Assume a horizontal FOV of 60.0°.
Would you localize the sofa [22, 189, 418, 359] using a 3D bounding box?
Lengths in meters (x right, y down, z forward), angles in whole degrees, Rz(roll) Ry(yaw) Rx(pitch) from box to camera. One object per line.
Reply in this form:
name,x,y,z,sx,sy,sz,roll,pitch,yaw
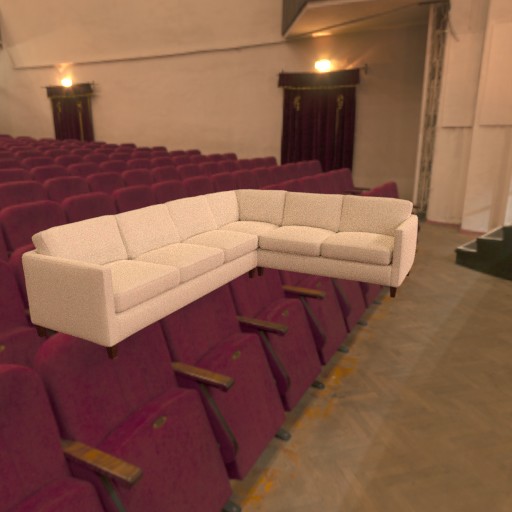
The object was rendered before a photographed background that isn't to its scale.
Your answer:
sofa,0.000,0.000,4.397,2.593,0.947,3.302,8,17,27
